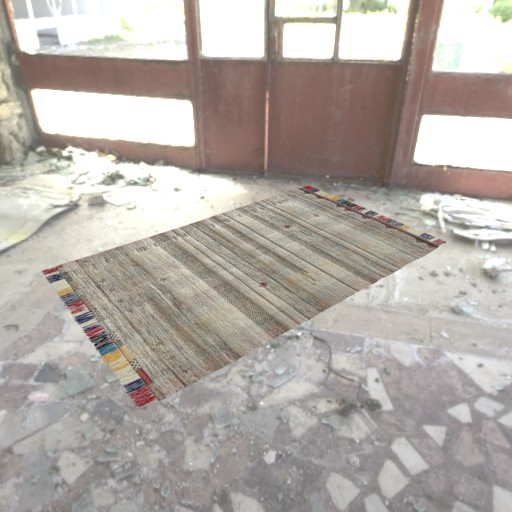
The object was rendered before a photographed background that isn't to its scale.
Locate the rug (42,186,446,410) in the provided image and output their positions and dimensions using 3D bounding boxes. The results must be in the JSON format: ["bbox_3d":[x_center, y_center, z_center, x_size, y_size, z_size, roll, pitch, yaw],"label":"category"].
[{"bbox_3d":[0.000,0.000,3.069,2.465,0.012,1.465,-22,37,-32],"label":"rug"}]
